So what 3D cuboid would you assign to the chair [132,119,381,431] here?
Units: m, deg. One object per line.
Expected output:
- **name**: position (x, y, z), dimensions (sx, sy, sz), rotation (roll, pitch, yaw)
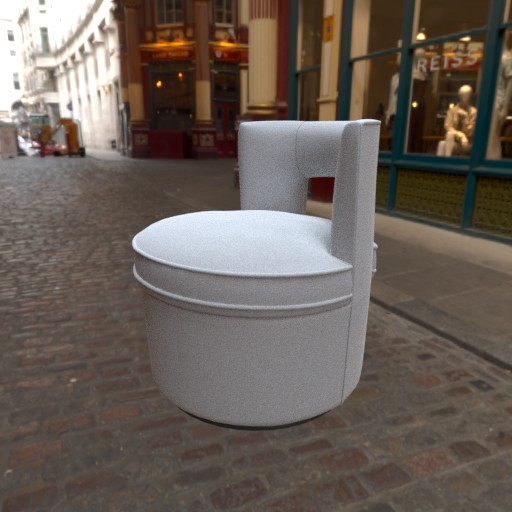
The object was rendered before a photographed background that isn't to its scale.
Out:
- **chair**: position (0.000, 0.000, 1.230), dimensions (0.665, 0.723, 0.650), rotation (-8, 18, -25)
